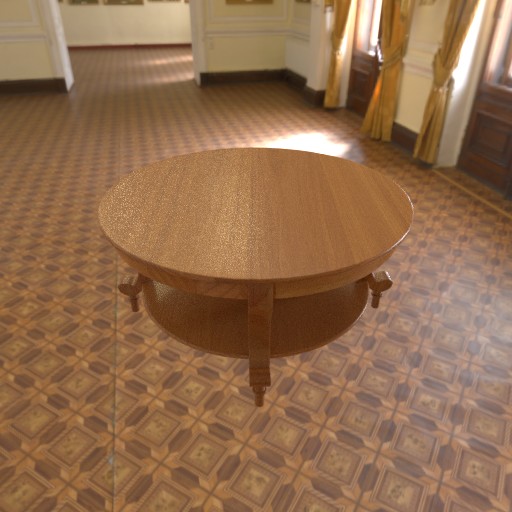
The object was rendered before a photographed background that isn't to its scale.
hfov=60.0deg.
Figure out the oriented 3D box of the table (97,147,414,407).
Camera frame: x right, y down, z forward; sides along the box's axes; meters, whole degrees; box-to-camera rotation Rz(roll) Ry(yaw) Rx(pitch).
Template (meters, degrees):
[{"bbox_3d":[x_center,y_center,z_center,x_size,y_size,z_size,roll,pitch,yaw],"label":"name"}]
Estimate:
[{"bbox_3d":[0.000,0.000,1.624,1.029,0.490,1.029,0,31,0],"label":"table"}]
